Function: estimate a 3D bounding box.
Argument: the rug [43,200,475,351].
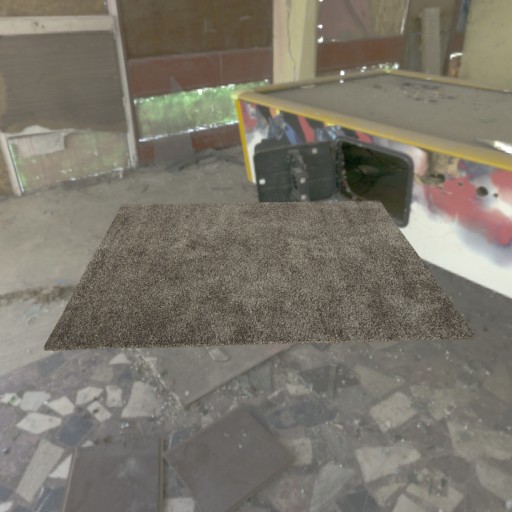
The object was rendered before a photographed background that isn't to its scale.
[{"bbox_3d":[0.000,0.000,4.096,3.000,0.025,2.401,-1,31,-2],"label":"rug"}]
